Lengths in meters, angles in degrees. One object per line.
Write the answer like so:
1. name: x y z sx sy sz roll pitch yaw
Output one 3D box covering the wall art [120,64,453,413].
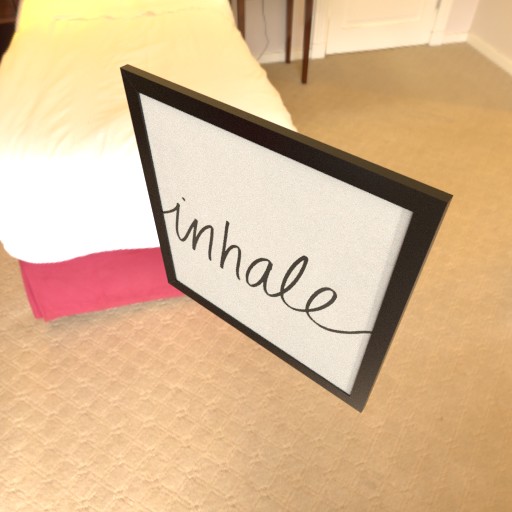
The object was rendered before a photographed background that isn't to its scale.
1. wall art: 0.000 0.000 0.656 0.446 0.445 0.014 30 54 25
